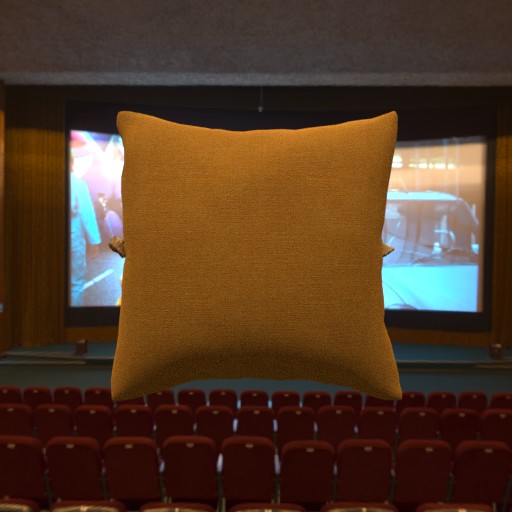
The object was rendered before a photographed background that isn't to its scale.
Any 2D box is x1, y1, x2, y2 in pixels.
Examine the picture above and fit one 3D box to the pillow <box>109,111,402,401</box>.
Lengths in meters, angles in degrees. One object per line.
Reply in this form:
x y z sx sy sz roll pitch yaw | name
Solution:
0.000 0.000 0.753 0.485 0.481 0.167 0 0 0 | pillow
